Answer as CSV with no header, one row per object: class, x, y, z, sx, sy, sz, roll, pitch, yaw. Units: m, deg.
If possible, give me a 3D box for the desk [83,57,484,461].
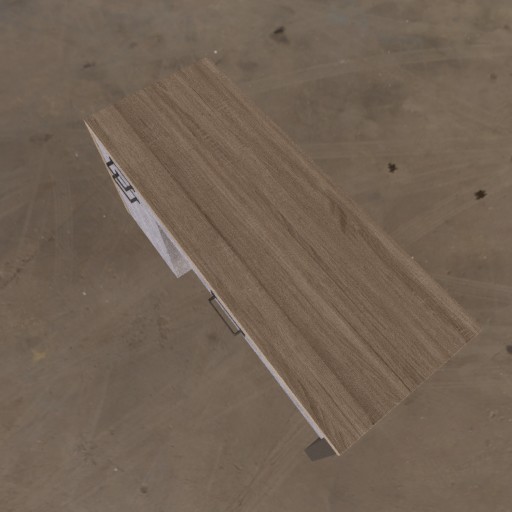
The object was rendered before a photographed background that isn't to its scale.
desk,0.000,0.000,2.081,0.690,0.760,1.700,-34,68,-16
